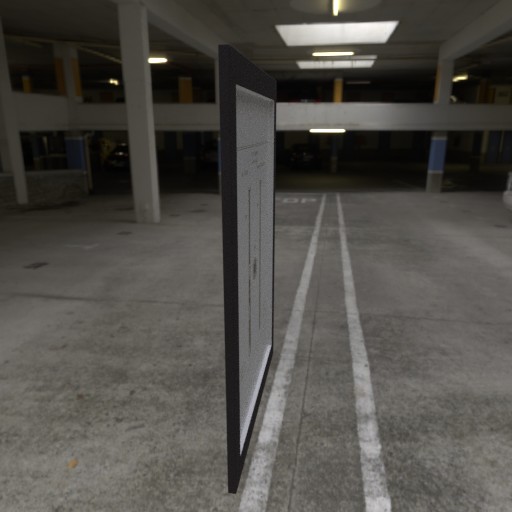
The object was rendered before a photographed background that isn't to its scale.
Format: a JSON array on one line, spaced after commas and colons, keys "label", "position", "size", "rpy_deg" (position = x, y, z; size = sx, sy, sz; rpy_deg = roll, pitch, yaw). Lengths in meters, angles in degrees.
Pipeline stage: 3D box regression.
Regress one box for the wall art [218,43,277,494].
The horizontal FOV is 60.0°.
[{"label": "wall art", "position": [0.000, 0.000, 0.672], "size": [0.012, 0.529, 0.374], "rpy_deg": [3, 17, 9]}]
